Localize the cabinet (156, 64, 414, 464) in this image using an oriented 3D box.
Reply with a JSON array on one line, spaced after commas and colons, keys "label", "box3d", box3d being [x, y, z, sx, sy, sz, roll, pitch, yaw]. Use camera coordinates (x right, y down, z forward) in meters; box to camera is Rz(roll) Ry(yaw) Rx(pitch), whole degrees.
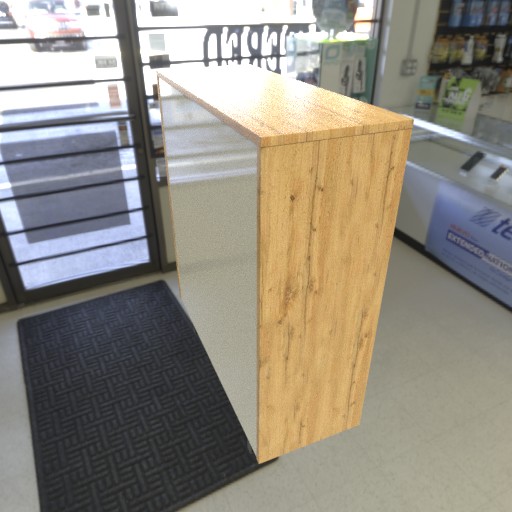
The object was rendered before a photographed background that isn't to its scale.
[{"label": "cabinet", "box3d": [0.000, 0.000, 1.944, 0.473, 1.397, 1.168, -12, 33, -20]}]
